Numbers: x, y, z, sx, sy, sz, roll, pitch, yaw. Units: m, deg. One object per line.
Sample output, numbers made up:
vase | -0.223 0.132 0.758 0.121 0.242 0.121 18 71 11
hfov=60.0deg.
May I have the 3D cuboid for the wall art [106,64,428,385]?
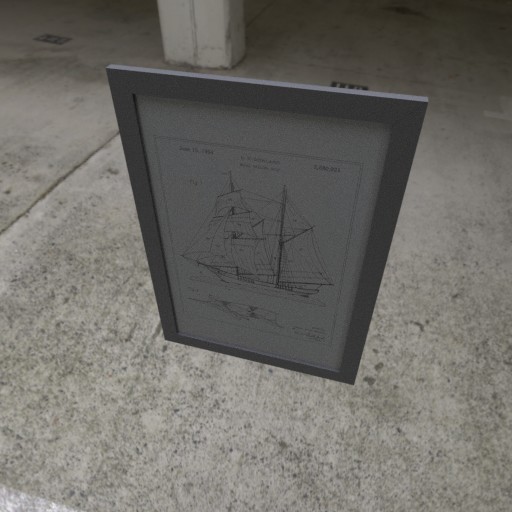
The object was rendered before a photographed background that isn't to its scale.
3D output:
wall art | 0.000 0.000 0.684 0.380 0.534 0.013 11 43 12
